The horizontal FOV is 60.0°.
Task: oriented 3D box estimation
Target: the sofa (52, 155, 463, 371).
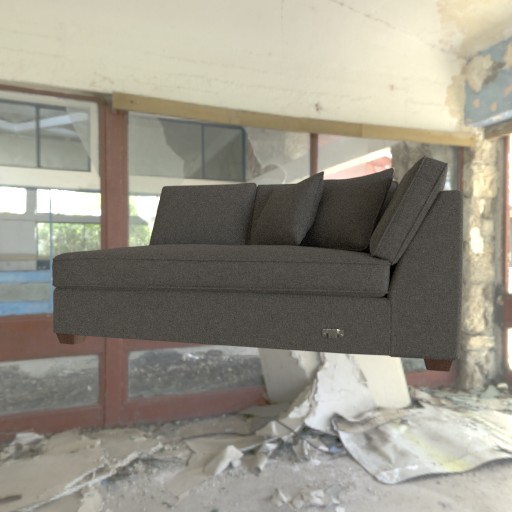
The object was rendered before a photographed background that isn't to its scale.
[{"bbox_3d":[0.000,0.000,2.774,2.237,1.033,1.110,0,1,17],"label":"sofa"}]
